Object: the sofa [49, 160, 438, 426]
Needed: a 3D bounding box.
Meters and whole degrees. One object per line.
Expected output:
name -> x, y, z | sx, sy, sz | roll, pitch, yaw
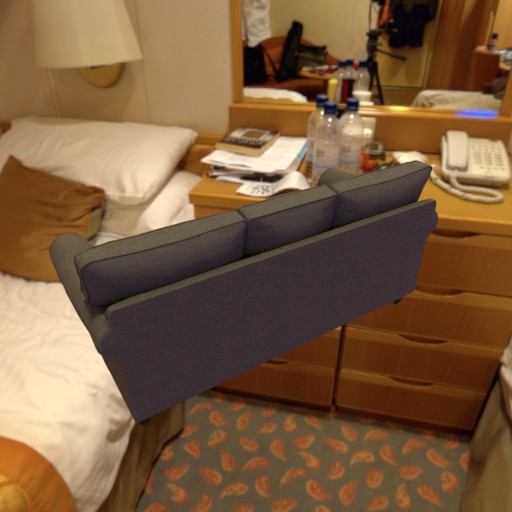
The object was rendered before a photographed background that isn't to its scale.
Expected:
sofa -> 0.000, 0.000, 2.594 | 2.084, 0.966, 0.909 | -19, 35, -28
